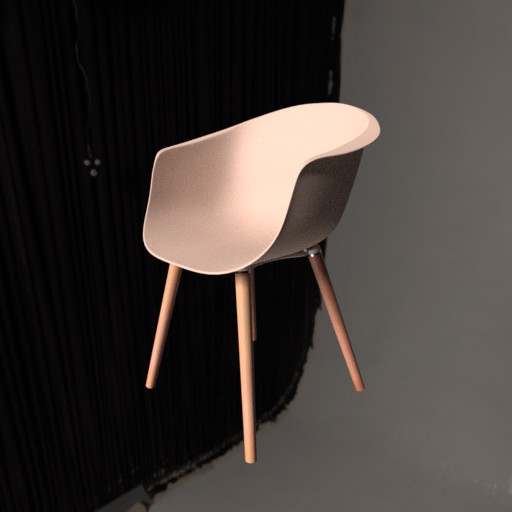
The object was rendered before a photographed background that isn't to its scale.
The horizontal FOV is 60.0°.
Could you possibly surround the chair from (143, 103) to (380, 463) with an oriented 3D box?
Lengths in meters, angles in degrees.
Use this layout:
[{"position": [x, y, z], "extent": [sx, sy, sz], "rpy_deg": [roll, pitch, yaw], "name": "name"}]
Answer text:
[{"position": [0.000, 0.000, 1.167], "extent": [0.504, 0.781, 0.593], "rpy_deg": [-15, 22, -42], "name": "chair"}]
